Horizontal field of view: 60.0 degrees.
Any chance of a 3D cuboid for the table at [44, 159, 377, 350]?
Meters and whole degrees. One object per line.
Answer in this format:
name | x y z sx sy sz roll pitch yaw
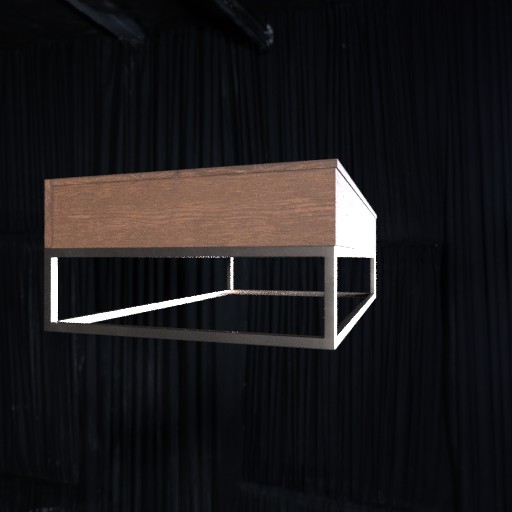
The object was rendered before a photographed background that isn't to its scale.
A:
table | 0.000 0.000 1.503 0.719 0.361 1.167 0 0 19
